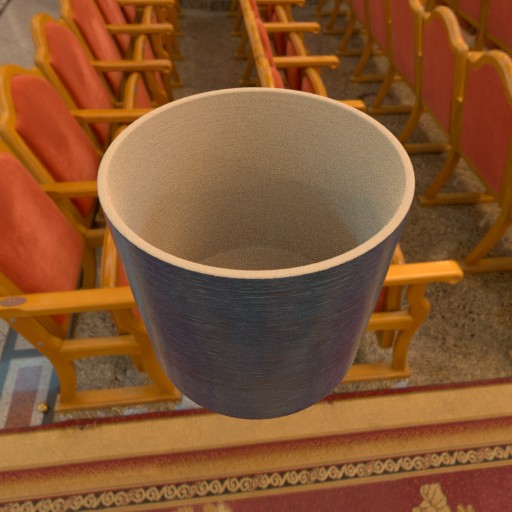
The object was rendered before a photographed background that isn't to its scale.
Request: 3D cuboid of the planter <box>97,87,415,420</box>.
[{"bbox_3d":[0.000,0.000,0.390,0.221,0.201,0.221,0,47,0],"label":"planter"}]
